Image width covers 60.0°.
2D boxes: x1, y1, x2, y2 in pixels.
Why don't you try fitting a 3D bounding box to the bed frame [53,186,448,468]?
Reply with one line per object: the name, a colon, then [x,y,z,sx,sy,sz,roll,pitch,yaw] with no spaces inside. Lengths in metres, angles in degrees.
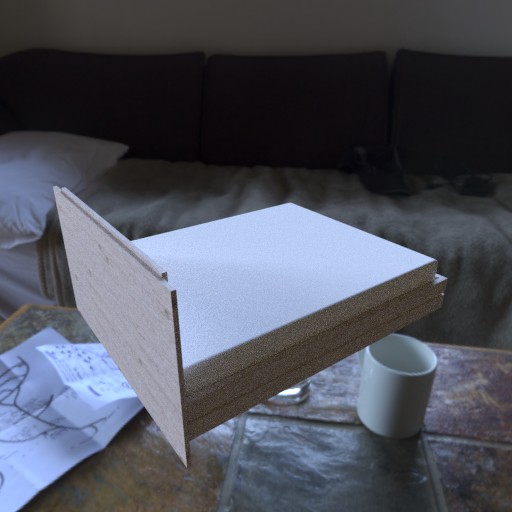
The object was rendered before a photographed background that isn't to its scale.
bed frame: [0.000,0.000,3.074,2.080,0.970,1.750,-17,30,-32]
